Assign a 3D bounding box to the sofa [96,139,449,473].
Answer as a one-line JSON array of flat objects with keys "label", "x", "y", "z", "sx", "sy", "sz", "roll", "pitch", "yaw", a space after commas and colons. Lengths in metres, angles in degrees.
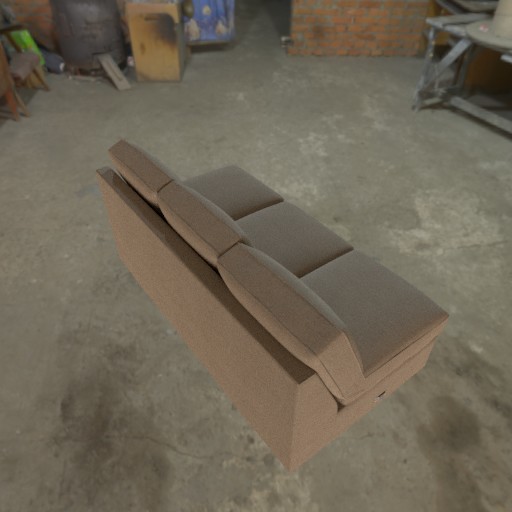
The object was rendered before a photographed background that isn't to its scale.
[{"label": "sofa", "x": 0.000, "y": 0.000, "z": 2.768, "sx": 1.127, "sy": 1.036, "sz": 2.092, "roll": -26, "pitch": 47, "yaw": -27}]
